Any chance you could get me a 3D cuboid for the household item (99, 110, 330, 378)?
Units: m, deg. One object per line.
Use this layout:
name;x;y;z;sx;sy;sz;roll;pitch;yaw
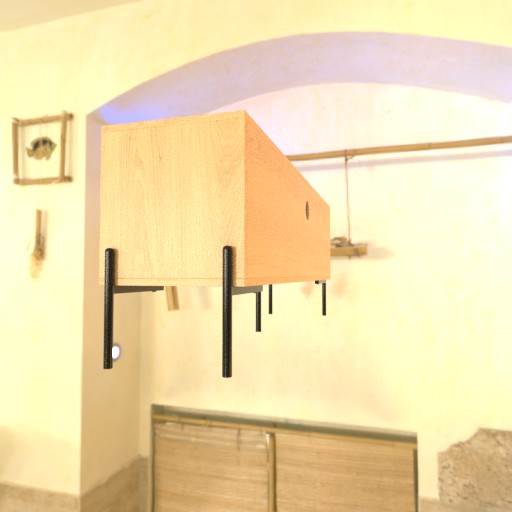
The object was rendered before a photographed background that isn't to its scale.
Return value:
household item;0.000;0.000;1.772;0.400;0.600;1.550;-1;-2;17
